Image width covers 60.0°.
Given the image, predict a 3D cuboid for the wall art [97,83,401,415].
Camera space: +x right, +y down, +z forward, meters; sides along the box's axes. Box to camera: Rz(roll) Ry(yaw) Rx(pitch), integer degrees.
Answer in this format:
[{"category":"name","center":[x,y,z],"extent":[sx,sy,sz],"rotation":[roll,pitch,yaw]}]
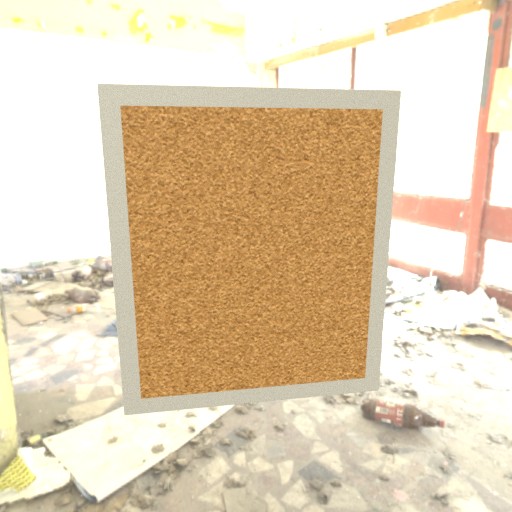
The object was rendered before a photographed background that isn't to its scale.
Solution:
[{"category":"wall art","center":[0.000,0.000,0.535],"extent":[0.331,0.381,0.028],"rotation":[-2,14,-10]}]
